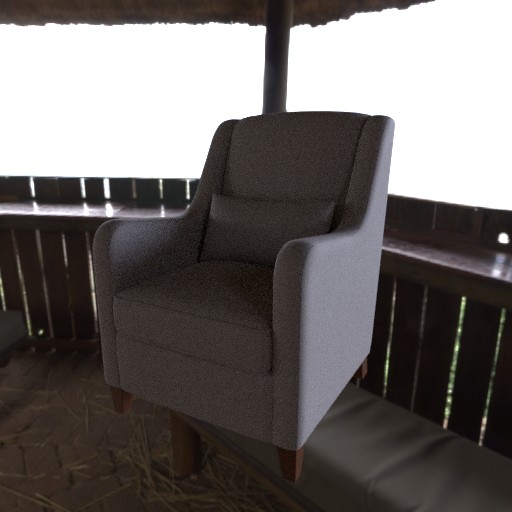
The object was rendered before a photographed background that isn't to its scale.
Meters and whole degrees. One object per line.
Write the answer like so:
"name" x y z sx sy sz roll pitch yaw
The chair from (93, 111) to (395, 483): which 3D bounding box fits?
"chair" 0.000 0.000 1.557 0.715 1.010 0.863 8 16 28
